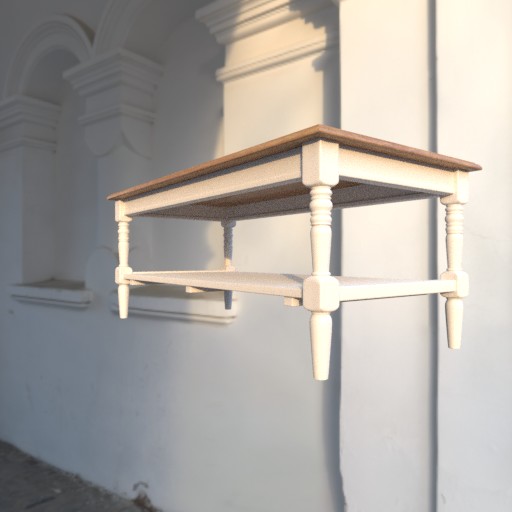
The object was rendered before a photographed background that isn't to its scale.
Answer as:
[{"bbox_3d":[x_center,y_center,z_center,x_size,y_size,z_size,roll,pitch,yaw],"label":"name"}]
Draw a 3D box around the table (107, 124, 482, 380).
[{"bbox_3d":[0.000,0.000,1.373,0.559,0.458,1.118,0,0,-37],"label":"table"}]
